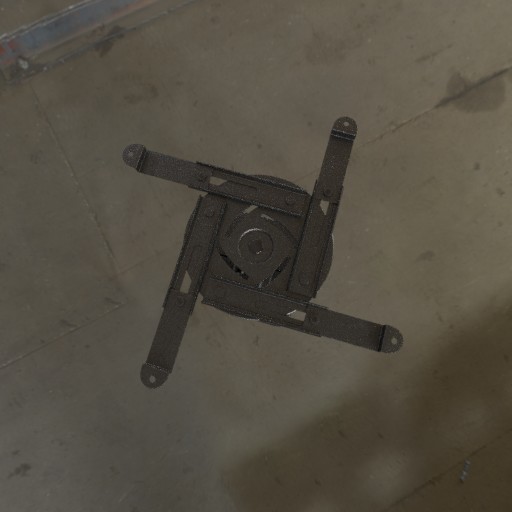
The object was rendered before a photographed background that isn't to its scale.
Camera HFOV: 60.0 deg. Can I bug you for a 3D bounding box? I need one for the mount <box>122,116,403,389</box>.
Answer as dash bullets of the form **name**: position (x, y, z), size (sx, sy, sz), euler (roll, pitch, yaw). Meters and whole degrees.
- **mount**: position (0.000, 0.000, 0.609), size (0.394, 0.141, 0.394), euler (16, 77, 4)
